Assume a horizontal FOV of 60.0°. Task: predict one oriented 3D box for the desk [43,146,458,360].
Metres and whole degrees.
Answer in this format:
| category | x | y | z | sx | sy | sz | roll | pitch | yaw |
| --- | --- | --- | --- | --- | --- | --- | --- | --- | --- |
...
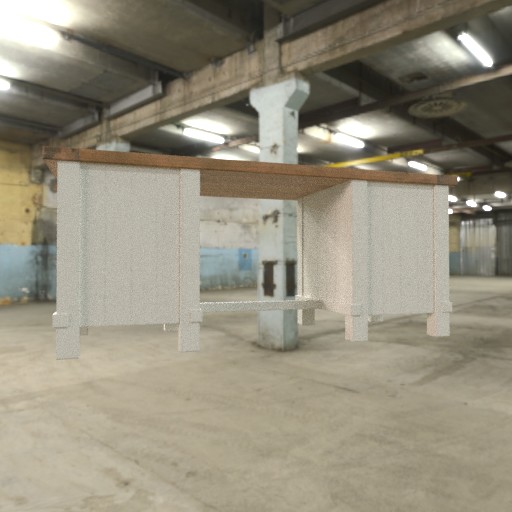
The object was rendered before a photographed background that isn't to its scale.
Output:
| category | x | y | z | sx | sy | sz | roll | pitch | yaw |
| --- | --- | --- | --- | --- | --- | --- | --- | --- | --- |
| desk | 0.000 | 0.000 | 2.165 | 1.803 | 0.760 | 0.688 | 0 | -1 | -18 |
